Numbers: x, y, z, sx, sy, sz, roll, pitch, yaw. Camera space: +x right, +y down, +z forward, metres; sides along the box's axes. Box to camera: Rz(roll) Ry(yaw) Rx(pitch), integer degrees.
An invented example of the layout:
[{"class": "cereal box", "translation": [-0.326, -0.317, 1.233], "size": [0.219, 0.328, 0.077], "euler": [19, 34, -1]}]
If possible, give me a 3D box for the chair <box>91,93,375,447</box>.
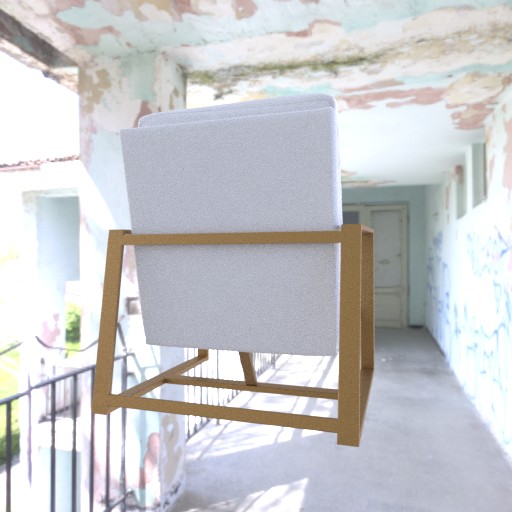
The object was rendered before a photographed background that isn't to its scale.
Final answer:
[{"class": "chair", "translation": [0.000, 0.000, 1.624], "size": [0.805, 0.966, 0.813], "euler": [0, 0, 18]}]
